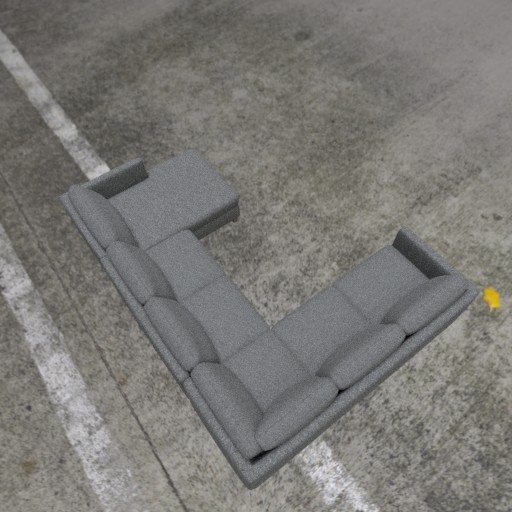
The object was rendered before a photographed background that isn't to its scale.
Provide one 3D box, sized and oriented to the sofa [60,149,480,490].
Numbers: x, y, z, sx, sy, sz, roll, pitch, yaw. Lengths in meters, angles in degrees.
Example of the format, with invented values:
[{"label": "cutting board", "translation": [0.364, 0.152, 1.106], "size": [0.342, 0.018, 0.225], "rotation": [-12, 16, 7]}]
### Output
[{"label": "sofa", "translation": [0.000, 0.000, 4.357], "size": [2.551, 0.853, 3.238], "rotation": [-32, 63, -19]}]
